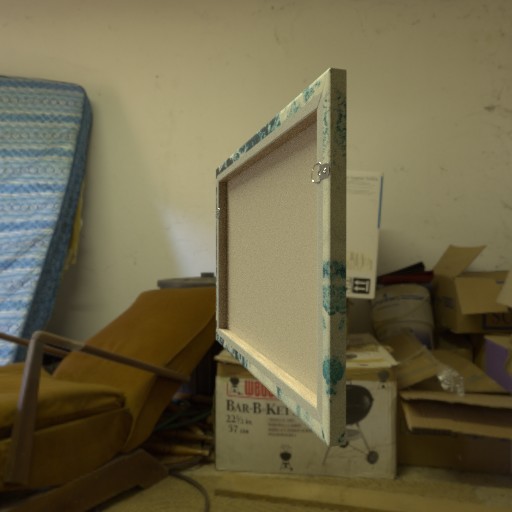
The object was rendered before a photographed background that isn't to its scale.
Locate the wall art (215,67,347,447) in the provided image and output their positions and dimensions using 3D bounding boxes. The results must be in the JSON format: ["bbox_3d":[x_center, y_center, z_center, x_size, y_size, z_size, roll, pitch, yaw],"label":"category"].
[{"bbox_3d":[0.000,0.000,1.915,0.055,1.017,1.524,0,1,-17],"label":"wall art"}]
